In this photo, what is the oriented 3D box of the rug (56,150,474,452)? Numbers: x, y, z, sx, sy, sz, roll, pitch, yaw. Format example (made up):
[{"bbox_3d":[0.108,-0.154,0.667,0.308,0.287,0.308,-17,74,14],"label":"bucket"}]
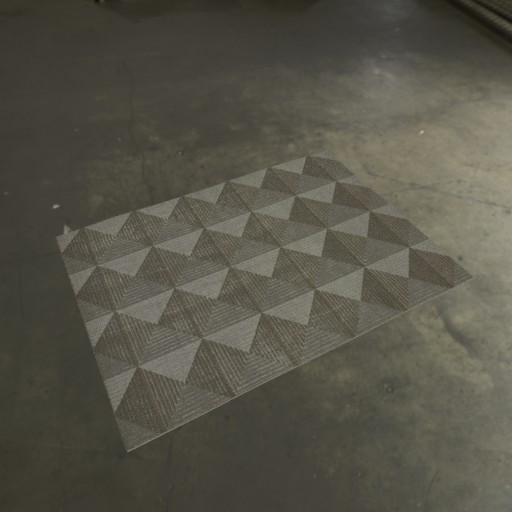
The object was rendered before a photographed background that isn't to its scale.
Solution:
[{"bbox_3d":[0.000,0.000,4.327,3.333,0.027,2.428,-21,50,-19],"label":"rug"}]
